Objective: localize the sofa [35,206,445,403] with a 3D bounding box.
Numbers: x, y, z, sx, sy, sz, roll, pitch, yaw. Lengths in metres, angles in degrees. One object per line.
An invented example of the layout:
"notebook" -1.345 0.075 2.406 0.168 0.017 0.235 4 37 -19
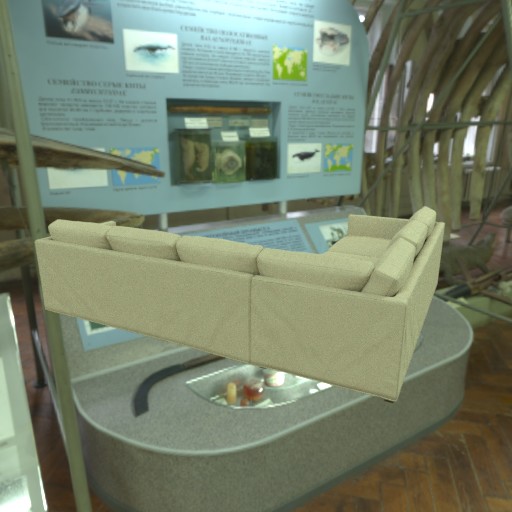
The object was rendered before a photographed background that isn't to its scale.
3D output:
"sofa" 0.000 0.000 4.328 3.182 0.871 2.432 8 19 26
